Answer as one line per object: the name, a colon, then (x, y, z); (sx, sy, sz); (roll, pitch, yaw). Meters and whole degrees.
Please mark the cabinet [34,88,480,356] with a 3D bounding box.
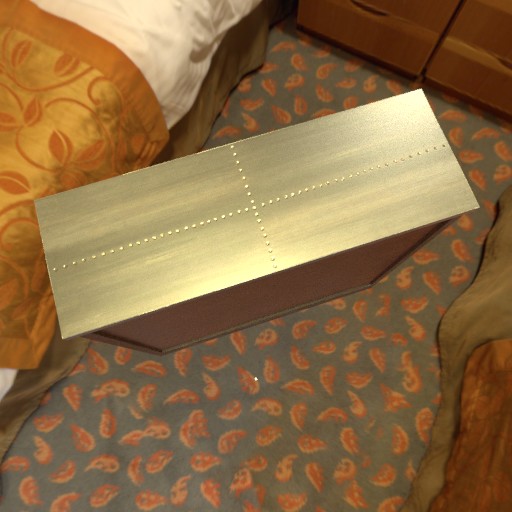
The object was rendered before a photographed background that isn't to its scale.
cabinet: (0.000, 0.000, 1.460); (0.968, 0.919, 0.338); (-17, 75, -5)
